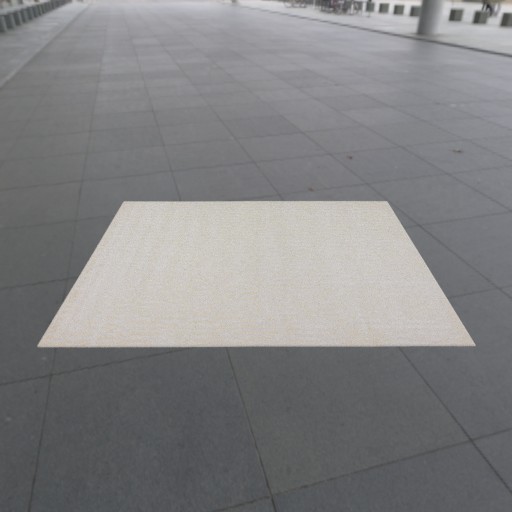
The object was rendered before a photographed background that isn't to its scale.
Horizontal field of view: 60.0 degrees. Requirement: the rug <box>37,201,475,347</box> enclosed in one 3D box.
[{"bbox_3d":[0.000,0.000,4.107,3.055,0.021,2.410,0,32,0],"label":"rug"}]
